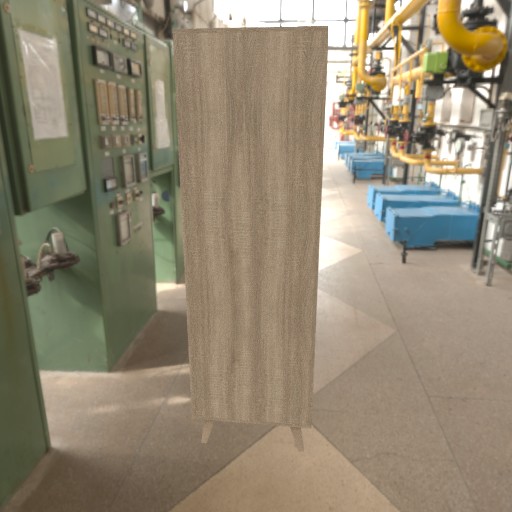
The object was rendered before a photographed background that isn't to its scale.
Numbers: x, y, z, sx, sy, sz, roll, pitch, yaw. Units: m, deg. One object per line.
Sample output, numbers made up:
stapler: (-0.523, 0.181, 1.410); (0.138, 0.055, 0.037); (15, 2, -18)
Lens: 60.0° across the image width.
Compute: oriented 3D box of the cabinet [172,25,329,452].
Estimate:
cabinet: (0.000, 0.000, 2.060); (0.570, 1.850, 0.400); (2, 17, 7)
